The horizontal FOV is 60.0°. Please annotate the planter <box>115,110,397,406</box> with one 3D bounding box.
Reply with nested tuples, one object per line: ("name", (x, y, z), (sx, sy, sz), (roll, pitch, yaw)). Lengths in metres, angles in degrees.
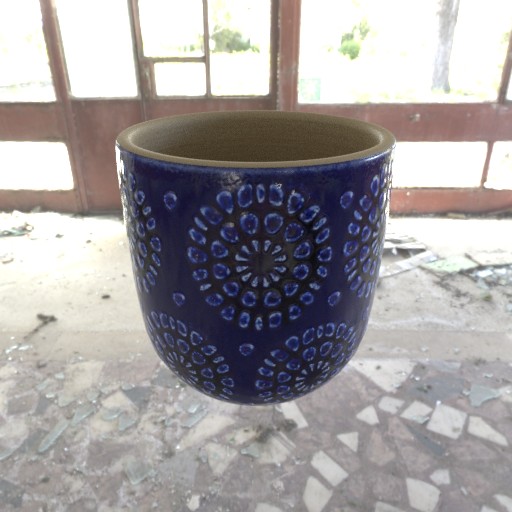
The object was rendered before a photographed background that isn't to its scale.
("planter", (0.000, 0.000, 0.201), (0.109, 0.112, 0.109), (0, 26, 0))
